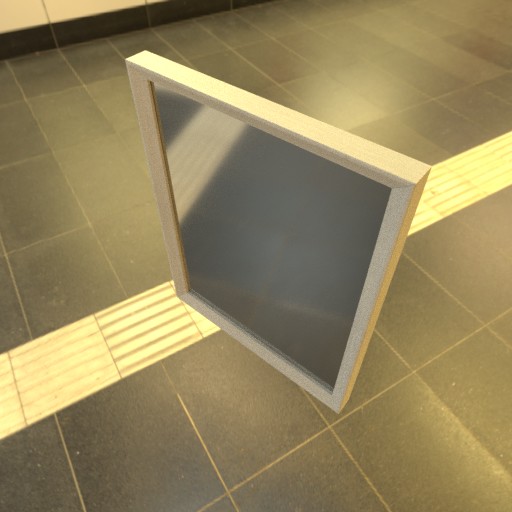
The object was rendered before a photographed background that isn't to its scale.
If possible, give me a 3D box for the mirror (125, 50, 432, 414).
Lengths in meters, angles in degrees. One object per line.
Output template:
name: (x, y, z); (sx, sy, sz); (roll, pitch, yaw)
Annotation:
mirror: (0.000, 0.000, 0.686); (0.406, 0.509, 0.041); (31, 55, 25)
